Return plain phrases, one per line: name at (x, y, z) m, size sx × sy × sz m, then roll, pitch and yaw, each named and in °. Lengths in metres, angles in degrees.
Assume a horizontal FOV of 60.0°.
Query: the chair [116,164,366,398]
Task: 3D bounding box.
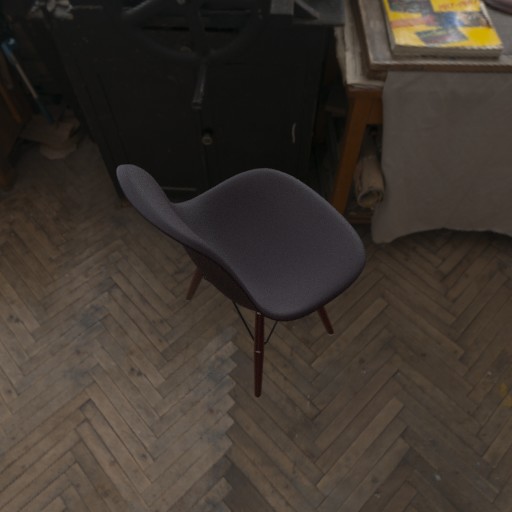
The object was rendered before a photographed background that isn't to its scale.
chair at (0.000, 0.000, 1.188) m, size 0.533 × 0.826 × 0.470 m, roll -33°, pitch 63°, yaw -19°
